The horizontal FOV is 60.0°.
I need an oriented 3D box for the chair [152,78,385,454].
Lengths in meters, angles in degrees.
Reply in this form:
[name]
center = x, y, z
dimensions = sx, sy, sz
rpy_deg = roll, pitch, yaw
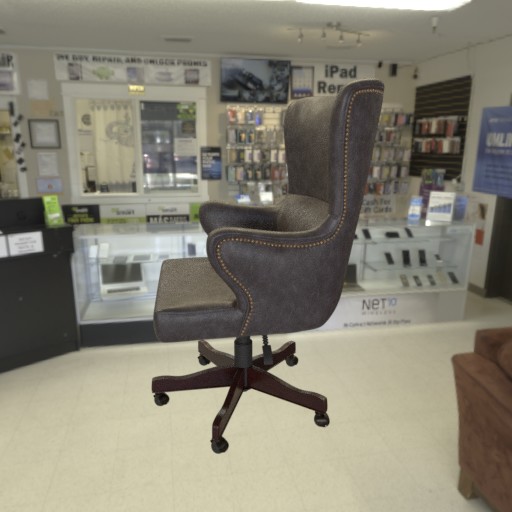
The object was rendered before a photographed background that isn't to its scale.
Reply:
[chair]
center = 0.000, 0.000, 1.447
dimensions = 0.717, 1.037, 0.594
rpy_deg = -2, 15, -9
